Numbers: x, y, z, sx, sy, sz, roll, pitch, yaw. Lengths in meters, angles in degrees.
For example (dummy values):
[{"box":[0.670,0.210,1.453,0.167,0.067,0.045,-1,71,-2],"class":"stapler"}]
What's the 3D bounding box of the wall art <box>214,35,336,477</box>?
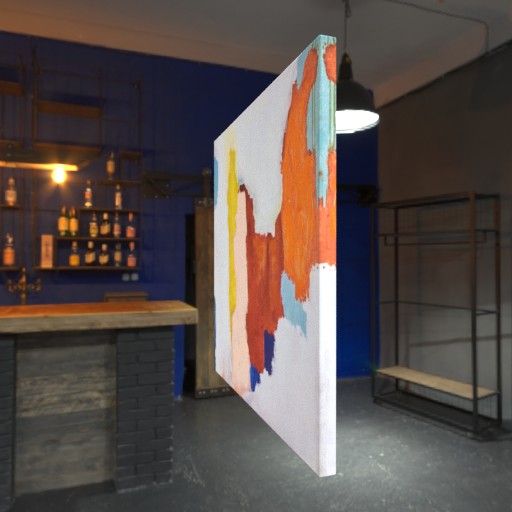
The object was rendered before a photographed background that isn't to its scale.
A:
[{"box":[0.000,0.000,1.502,0.044,1.017,1.017,0,0,-19],"class":"wall art"}]
